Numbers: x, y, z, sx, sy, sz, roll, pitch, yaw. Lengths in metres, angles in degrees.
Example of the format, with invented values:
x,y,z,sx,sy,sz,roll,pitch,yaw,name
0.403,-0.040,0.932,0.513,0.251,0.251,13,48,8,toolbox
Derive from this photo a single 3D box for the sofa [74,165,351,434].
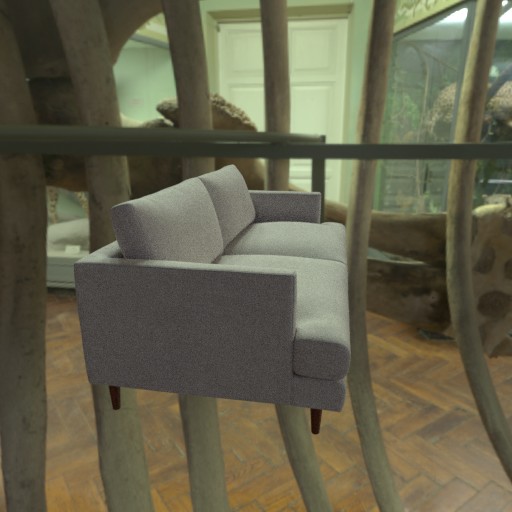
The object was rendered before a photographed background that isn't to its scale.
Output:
x,y,z,sx,sy,sz,roll,pitch,yaw,name
0.000,0.000,2.498,1.020,0.868,1.948,3,17,10,sofa
